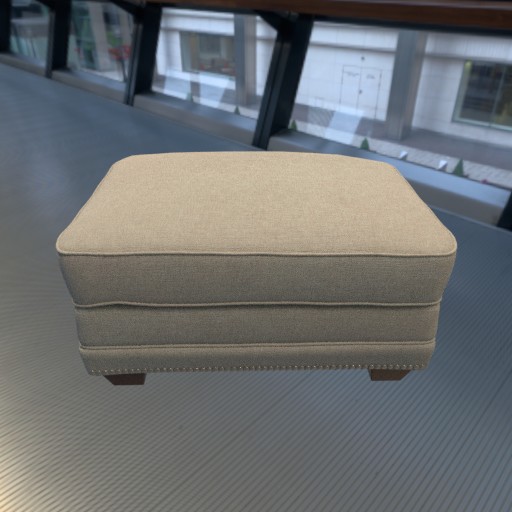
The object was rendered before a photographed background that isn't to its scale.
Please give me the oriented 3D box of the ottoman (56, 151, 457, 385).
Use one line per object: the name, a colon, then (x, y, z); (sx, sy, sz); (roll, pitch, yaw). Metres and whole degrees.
ottoman: (0.000, 0.000, 1.163); (0.813, 0.458, 0.559); (-1, 31, -1)
